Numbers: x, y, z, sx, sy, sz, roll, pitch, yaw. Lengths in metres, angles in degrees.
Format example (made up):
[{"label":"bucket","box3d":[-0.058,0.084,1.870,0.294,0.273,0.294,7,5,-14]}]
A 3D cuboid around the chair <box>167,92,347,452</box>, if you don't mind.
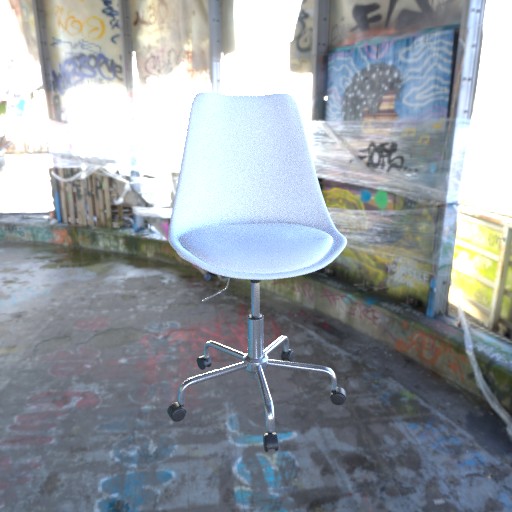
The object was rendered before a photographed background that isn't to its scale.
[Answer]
[{"label":"chair","box3d":[0.000,0.000,1.289,0.550,0.930,0.550,-2,16,-8]}]
